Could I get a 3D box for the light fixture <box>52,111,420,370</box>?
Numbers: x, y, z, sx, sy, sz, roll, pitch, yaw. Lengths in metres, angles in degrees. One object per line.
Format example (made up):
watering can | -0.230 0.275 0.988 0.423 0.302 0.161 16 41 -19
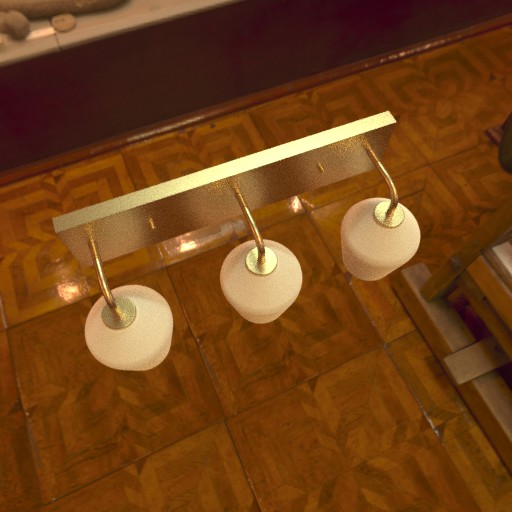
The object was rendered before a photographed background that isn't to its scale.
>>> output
light fixture | 0.000 0.000 0.745 0.609 0.280 0.190 -20 65 -10
